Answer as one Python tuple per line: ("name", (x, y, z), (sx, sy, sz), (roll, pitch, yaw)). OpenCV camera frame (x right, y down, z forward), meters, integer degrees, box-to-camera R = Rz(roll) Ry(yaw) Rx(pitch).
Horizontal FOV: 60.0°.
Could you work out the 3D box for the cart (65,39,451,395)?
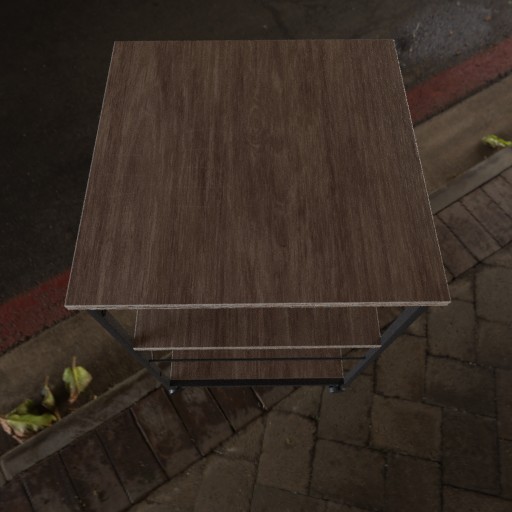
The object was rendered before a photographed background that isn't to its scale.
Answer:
("cart", (0.000, 0.000, 1.052), (0.520, 0.762, 0.521), (-1, 64, 0))
